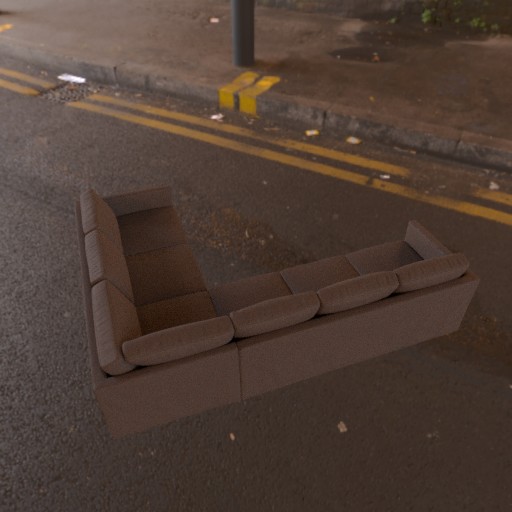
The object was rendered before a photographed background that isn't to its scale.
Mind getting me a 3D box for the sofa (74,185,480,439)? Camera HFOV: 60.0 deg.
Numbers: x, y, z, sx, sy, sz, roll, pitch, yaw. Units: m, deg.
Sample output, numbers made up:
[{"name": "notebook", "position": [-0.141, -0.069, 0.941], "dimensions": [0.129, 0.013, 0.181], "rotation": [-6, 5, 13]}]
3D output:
[{"name": "sofa", "position": [0.000, 0.000, 4.352], "dimensions": [3.182, 0.871, 2.432], "rotation": [-13, 42, -15]}]
